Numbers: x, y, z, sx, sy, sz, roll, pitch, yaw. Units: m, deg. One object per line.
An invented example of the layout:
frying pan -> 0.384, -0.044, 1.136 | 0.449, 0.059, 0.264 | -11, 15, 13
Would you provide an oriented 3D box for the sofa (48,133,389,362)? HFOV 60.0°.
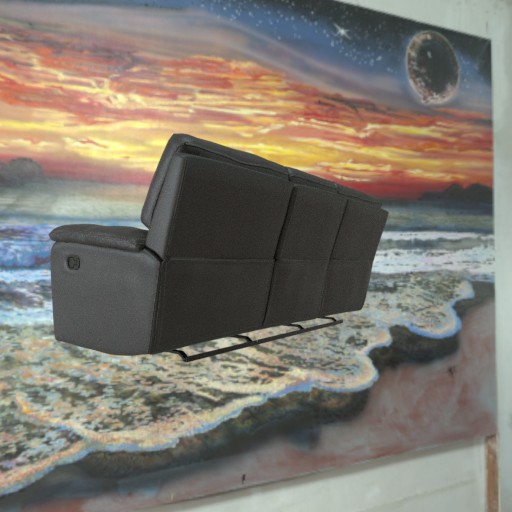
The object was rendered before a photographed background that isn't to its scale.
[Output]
sofa -> 0.000, 0.000, 3.205 | 1.104, 1.134, 2.627 | -1, -1, 36
